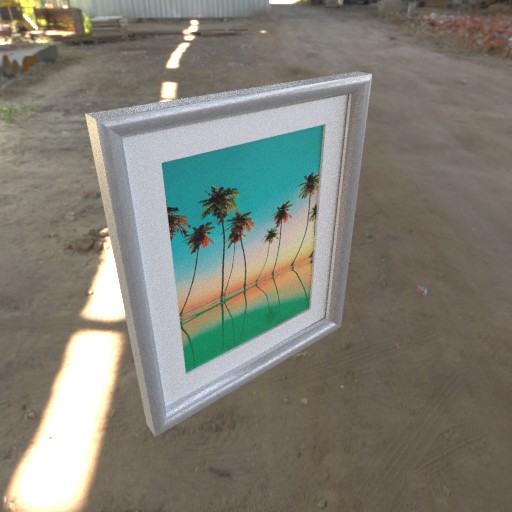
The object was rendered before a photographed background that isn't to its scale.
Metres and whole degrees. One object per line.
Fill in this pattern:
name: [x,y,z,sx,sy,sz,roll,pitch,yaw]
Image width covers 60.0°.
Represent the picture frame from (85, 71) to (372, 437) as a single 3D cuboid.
picture frame: [0.000,0.000,0.531,0.327,0.378,0.027,-22,38,-32]
